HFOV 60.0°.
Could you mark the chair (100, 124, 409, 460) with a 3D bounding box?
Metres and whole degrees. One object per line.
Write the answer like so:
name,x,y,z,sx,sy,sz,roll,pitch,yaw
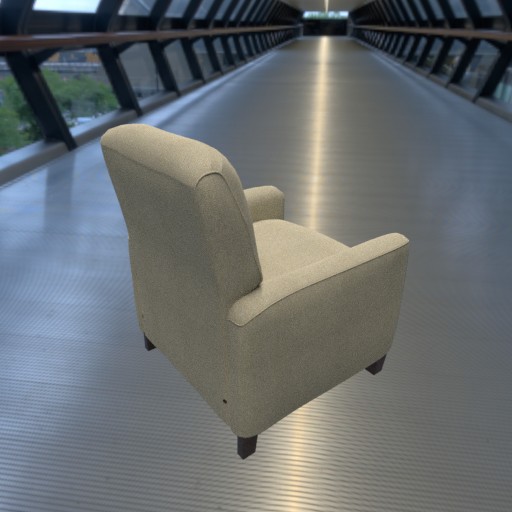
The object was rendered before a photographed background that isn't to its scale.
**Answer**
chair,0.000,0.000,1.687,0.853,1.006,0.850,-19,32,-33
